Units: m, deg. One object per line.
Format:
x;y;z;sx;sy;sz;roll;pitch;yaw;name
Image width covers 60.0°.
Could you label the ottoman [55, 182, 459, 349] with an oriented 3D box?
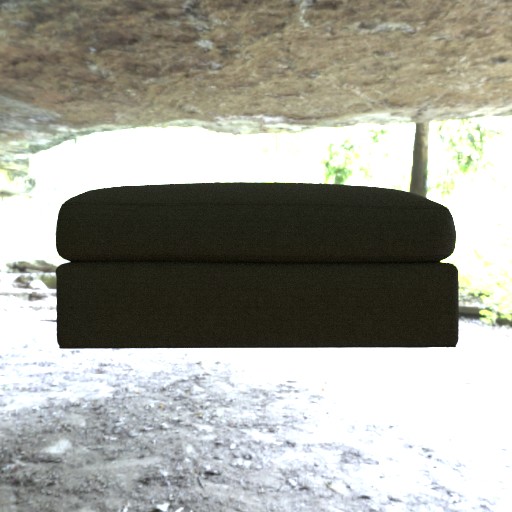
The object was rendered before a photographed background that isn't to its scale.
0.000;0.000;1.620;1.041;0.470;1.041;0;0;-1;ottoman
